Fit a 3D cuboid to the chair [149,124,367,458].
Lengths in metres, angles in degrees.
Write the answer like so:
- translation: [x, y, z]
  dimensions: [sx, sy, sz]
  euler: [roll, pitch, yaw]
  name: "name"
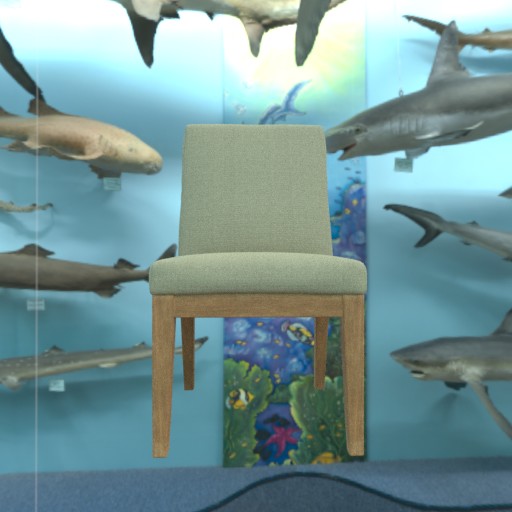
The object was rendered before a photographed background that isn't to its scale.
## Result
- translation: [0.000, 0.000, 1.278]
  dimensions: [0.507, 0.911, 0.586]
  euler: [0, 0, -1]
  name: "chair"
